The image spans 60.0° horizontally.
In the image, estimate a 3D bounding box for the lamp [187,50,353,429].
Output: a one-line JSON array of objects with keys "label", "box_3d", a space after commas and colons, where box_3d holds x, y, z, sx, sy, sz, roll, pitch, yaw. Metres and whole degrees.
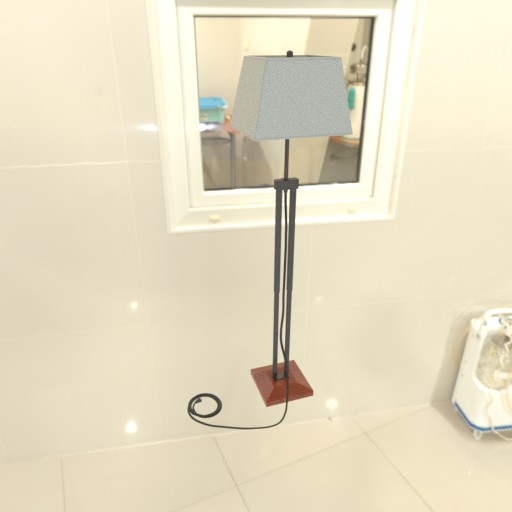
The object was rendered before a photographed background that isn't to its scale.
[{"label": "lamp", "box_3d": [0.000, 0.000, 2.038, 0.745, 1.712, 0.472, -8, 27, -16]}]
